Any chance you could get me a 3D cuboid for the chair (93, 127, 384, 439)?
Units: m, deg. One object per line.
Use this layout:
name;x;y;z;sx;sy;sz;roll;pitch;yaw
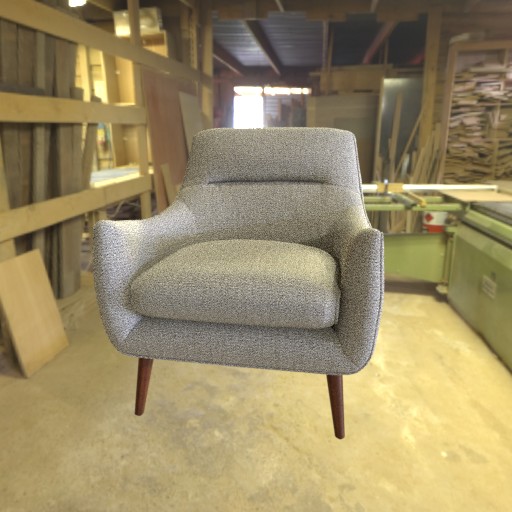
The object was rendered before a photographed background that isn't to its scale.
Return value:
chair;0.000;0.000;1.476;0.762;0.838;0.787;3;15;10
